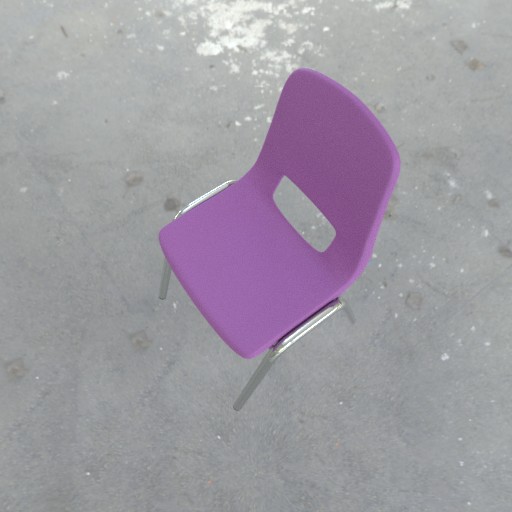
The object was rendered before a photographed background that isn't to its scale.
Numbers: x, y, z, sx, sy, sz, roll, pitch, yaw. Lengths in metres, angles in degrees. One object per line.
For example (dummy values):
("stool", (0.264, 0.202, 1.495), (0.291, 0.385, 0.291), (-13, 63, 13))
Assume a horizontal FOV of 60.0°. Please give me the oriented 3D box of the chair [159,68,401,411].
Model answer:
("chair", (0.000, 0.000, 0.700), (0.301, 0.493, 0.291), (-33, 68, -15))
